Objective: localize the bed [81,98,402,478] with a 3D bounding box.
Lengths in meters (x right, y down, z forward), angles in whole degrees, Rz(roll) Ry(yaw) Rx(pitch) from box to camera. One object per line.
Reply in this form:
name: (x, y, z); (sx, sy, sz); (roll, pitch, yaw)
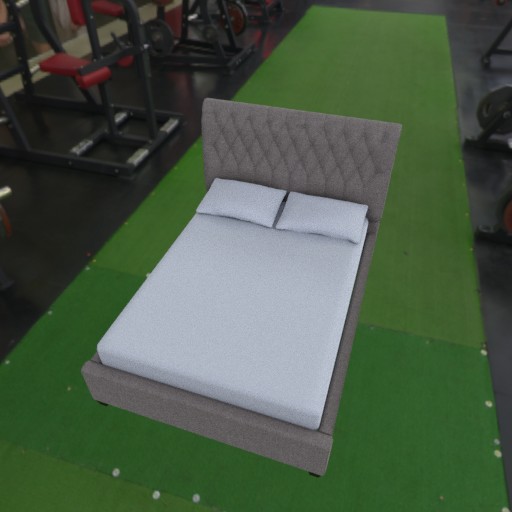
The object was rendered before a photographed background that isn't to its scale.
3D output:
bed: (0.000, 0.000, 3.273); (1.645, 1.371, 2.252); (13, 43, 14)
